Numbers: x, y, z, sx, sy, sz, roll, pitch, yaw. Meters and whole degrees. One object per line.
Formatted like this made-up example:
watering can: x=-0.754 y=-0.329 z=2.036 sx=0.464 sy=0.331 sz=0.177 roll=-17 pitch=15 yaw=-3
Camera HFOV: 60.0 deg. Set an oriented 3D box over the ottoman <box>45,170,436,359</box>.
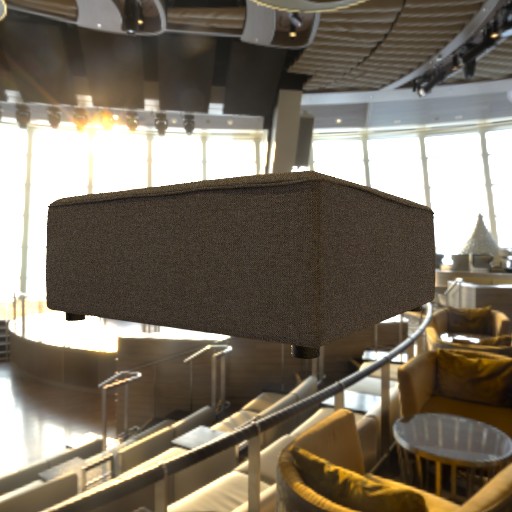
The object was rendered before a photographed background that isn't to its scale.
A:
ottoman: x=0.000 y=0.000 z=1.581 sx=1.017 sy=0.423 sz=1.023 roll=1 pitch=1 yaw=35
